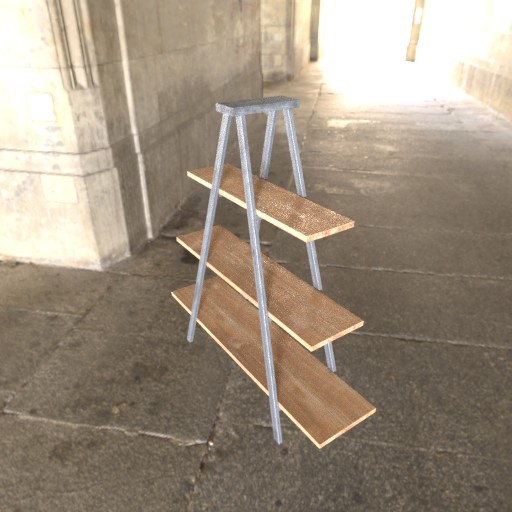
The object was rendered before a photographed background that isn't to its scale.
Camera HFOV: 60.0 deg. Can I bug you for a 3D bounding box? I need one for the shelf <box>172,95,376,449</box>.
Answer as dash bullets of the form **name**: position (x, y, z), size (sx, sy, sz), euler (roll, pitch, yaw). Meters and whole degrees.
- **shelf**: position (0.000, 0.000, 2.699), size (0.508, 1.808, 1.746), euler (-18, 34, -30)
